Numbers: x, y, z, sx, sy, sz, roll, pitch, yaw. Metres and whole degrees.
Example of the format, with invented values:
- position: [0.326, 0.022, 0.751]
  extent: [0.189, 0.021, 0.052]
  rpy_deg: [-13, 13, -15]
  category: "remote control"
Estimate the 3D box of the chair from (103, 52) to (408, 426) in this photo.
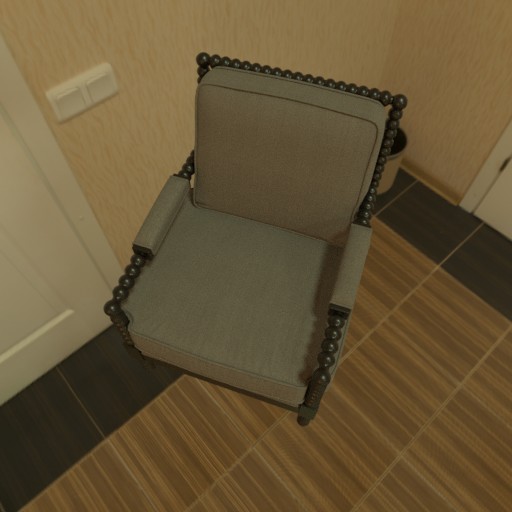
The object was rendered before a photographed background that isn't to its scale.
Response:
- position: [0.000, 0.000, 1.123]
  extent: [0.540, 0.661, 0.622]
  rpy_deg: [16, 60, 10]
  category: "chair"
